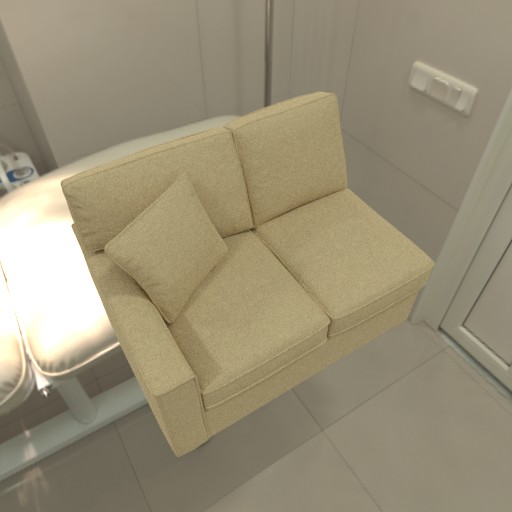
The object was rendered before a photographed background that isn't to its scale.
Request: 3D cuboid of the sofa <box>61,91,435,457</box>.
[{"bbox_3d":[0.000,0.000,2.067,1.388,0.989,0.991,-25,51,-22],"label":"sofa"}]
